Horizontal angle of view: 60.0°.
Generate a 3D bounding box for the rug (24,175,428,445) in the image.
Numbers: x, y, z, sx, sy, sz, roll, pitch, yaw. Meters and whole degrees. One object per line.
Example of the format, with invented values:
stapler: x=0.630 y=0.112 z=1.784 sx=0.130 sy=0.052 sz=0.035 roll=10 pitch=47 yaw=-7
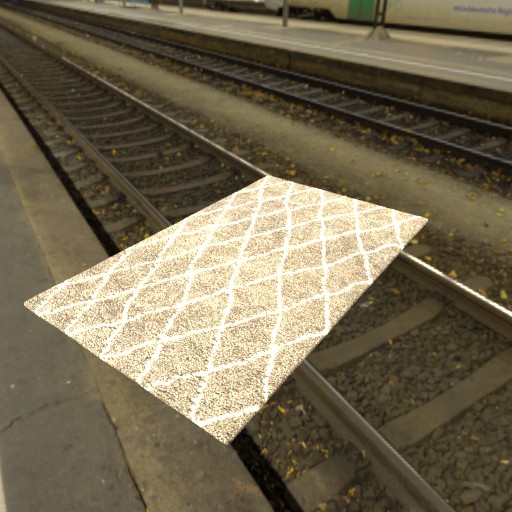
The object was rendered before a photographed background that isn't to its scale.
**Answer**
rug: x=0.000 y=0.000 z=2.987 sx=1.524 sy=0.030 sz=2.438 roll=21 pitch=38 yaw=30
